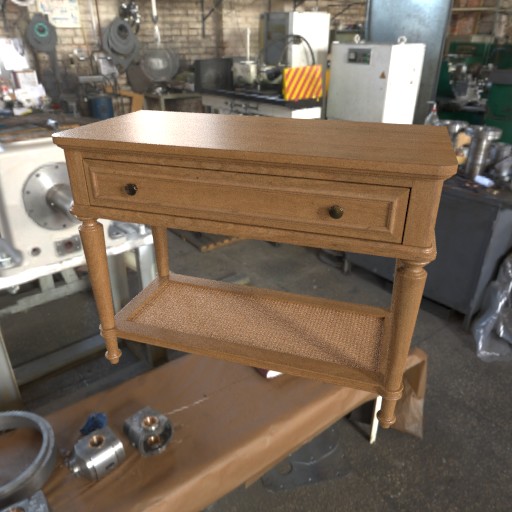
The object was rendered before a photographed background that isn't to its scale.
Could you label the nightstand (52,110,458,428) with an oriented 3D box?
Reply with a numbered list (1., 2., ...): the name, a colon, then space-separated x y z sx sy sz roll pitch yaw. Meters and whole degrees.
1. nightstand: 0.000 0.000 1.266 0.914 0.700 0.432 8 28 16
